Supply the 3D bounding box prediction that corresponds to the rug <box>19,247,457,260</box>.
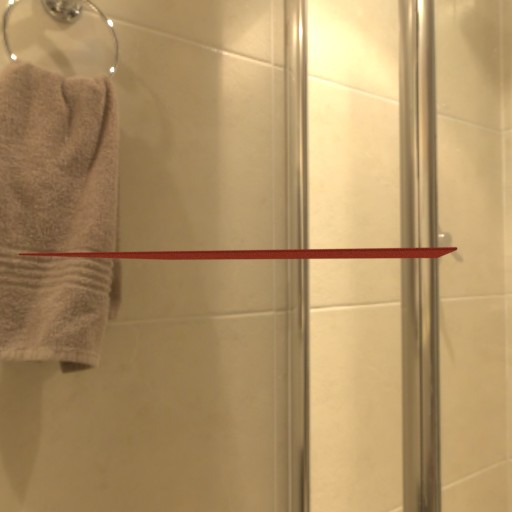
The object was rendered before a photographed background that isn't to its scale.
[{"bbox_3d":[0.000,0.000,2.819,2.211,0.013,1.593,-1,-2,20],"label":"rug"}]
